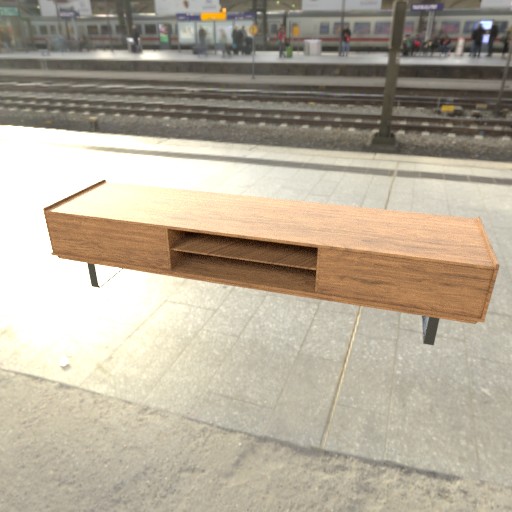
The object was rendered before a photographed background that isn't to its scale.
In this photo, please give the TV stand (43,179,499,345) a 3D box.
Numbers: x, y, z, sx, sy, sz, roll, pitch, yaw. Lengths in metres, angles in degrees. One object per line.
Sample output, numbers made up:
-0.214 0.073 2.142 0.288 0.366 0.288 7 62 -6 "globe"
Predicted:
0.000 0.000 1.964 1.796 0.415 0.467 8 28 15 "TV stand"
